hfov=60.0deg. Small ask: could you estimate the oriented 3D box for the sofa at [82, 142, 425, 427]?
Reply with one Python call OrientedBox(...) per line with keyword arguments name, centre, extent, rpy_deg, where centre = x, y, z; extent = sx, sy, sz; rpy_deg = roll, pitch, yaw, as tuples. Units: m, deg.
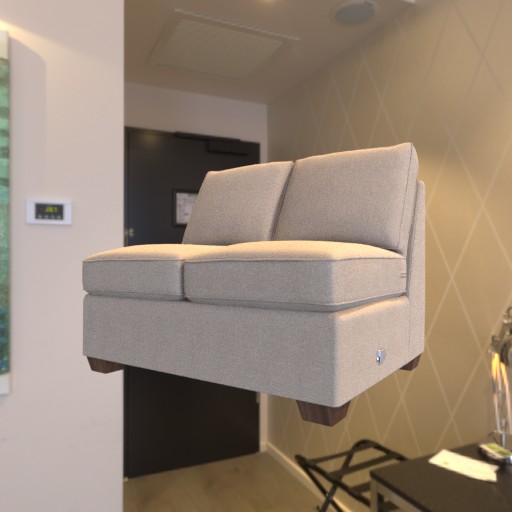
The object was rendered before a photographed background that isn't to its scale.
OrientedBox(name="sofa", centre=(0.000, 0.000, 1.977), extent=(1.232, 1.006, 0.978), rpy_deg=(0, 0, 35))
